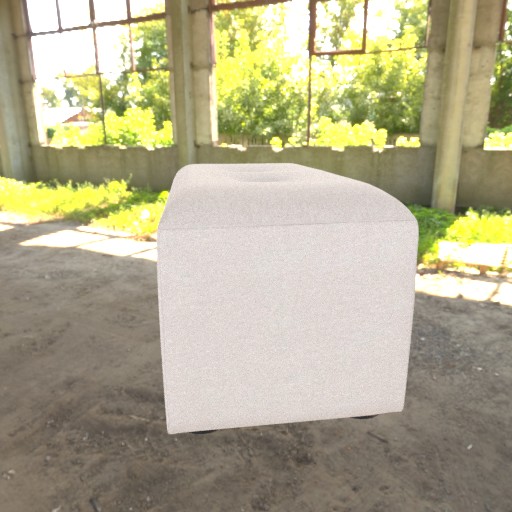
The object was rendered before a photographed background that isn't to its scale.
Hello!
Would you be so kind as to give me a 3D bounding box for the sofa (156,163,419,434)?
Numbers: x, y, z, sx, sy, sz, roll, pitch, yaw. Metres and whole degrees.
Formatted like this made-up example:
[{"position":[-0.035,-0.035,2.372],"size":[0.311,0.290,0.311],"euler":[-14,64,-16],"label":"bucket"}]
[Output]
[{"position":[0.000,0.000,1.231],"size":[0.480,0.470,0.930],"euler":[-2,15,-8],"label":"sofa"}]
